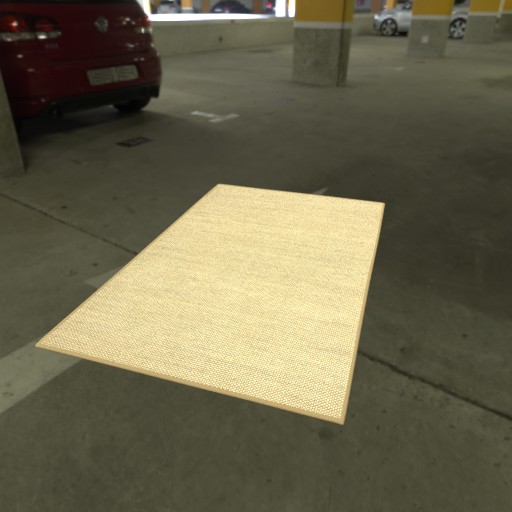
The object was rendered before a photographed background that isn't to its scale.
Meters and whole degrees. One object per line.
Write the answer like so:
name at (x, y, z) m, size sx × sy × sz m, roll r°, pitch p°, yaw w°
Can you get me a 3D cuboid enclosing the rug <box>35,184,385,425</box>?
rug at (0.000, 0.000, 2.067) m, size 1.062 × 0.013 × 1.667 m, roll 9°, pitch 31°, yaw 16°
